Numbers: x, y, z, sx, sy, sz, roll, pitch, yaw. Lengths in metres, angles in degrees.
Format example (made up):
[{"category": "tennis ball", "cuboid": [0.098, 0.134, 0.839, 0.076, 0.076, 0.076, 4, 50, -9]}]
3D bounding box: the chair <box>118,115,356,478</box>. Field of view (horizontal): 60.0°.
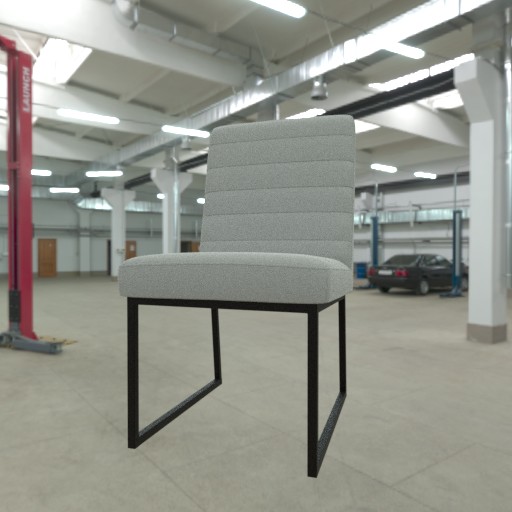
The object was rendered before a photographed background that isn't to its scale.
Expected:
[{"category": "chair", "cuboid": [0.000, 0.000, 1.284, 0.520, 0.930, 0.634, 0, 1, 18]}]
